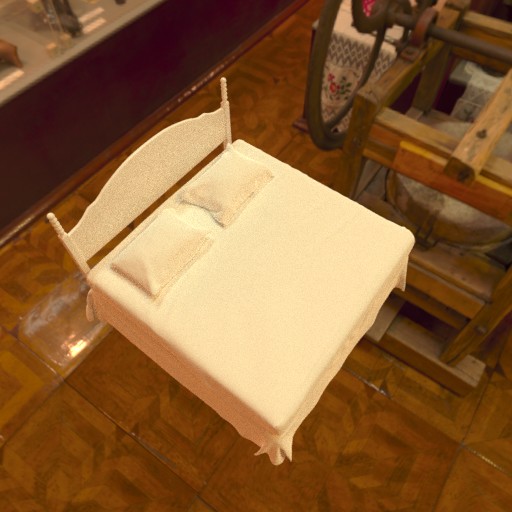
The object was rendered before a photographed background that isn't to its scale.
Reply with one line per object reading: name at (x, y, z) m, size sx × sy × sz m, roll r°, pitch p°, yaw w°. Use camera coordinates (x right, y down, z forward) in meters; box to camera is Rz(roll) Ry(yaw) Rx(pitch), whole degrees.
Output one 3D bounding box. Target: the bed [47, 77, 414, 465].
bed at (0.000, 0.000, 3.659) m, size 2.219 × 1.355 × 2.322 m, roll 33°, pitch 64°, yaw 19°
